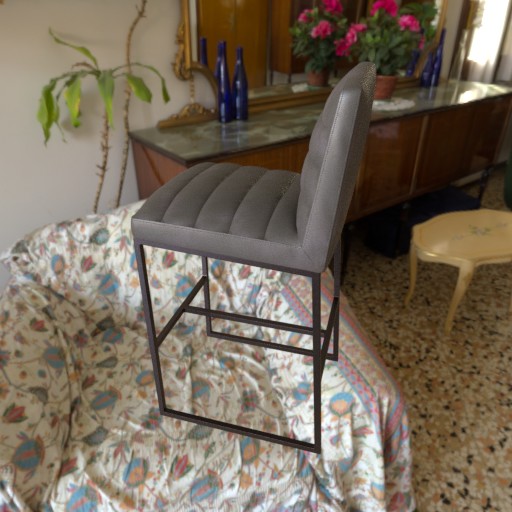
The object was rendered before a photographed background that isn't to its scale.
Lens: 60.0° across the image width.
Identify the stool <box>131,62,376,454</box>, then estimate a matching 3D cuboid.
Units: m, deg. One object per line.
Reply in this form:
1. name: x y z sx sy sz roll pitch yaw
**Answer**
1. stool: 0.000 0.000 1.332 0.562 1.065 0.463 8 31 14
